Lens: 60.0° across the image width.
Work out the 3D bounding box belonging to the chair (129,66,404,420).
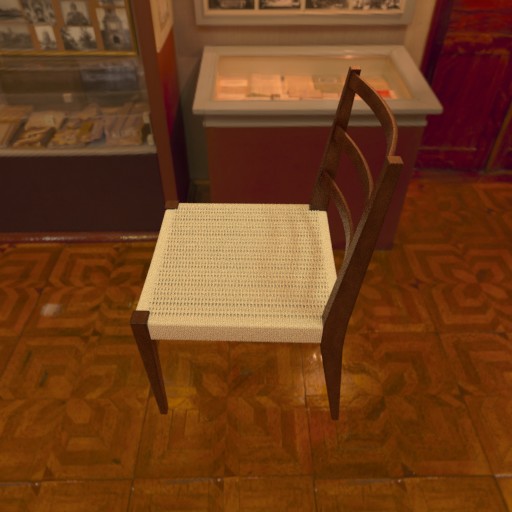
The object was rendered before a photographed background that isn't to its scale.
[{"bbox_3d":[0.000,0.000,1.159,0.551,0.813,0.480,1,41,1],"label":"chair"}]
